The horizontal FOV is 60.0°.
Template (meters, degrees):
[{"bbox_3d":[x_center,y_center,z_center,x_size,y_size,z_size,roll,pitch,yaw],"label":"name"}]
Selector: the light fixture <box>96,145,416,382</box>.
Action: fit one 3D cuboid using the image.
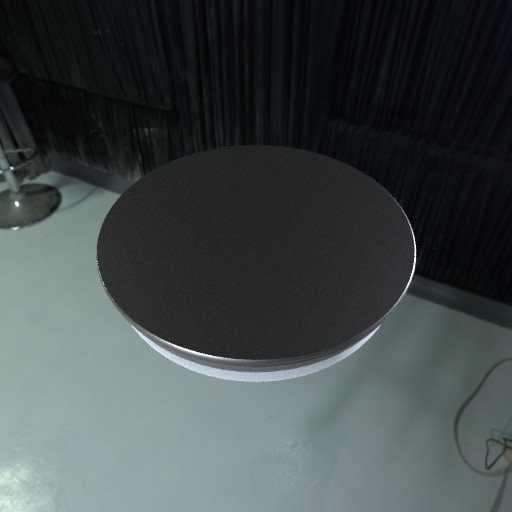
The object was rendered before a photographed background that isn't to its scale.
[{"bbox_3d":[0.000,0.000,0.559,0.368,0.100,0.368,0,45,0],"label":"light fixture"}]
